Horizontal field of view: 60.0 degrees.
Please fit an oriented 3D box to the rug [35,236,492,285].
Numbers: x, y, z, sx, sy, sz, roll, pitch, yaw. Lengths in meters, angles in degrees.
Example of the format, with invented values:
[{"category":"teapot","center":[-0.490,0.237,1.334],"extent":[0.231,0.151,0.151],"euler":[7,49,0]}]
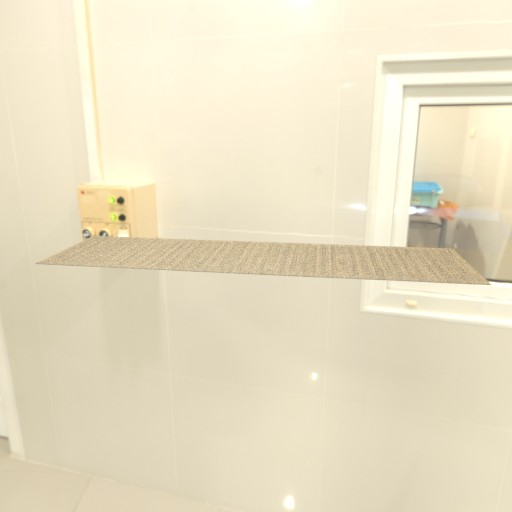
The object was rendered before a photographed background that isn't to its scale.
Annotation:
[{"category":"rug","center":[0.000,0.000,2.670],"extent":[2.437,0.005,0.688],"euler":[2,16,8]}]
